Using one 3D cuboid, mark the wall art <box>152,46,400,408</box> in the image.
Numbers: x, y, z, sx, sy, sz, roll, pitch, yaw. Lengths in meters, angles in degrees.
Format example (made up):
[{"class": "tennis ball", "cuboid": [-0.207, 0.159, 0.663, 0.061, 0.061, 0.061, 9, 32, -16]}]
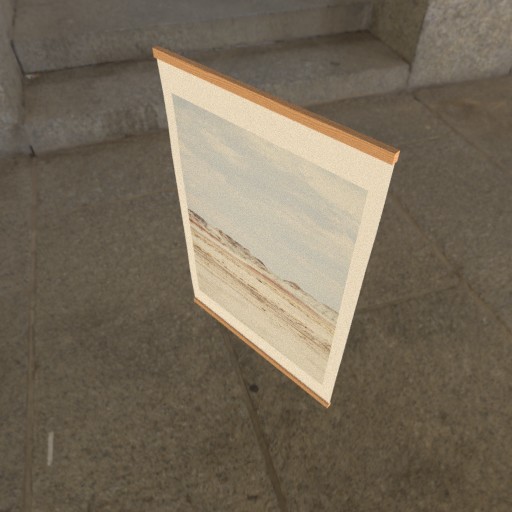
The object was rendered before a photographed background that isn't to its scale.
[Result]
[{"class": "wall art", "cuboid": [0.000, 0.000, 1.952, 1.011, 1.521, 0.025, 34, 55, 28]}]
